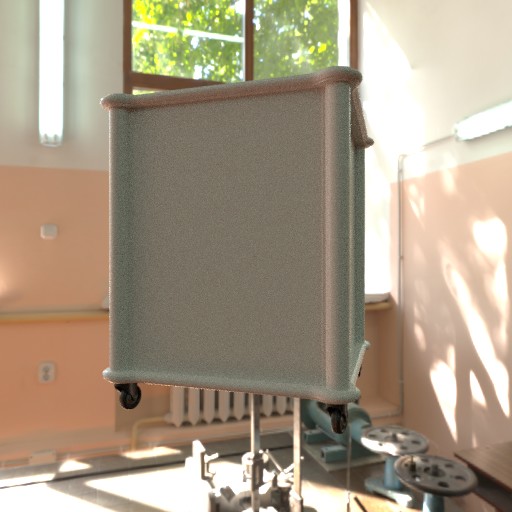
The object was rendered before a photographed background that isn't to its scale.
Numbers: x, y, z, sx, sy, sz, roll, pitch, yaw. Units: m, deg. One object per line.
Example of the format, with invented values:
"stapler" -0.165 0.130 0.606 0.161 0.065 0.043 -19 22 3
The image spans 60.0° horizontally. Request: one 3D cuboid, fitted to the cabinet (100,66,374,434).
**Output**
"cabinet" 0.000 0.000 1.253 0.628 0.761 0.627 0 0 17
